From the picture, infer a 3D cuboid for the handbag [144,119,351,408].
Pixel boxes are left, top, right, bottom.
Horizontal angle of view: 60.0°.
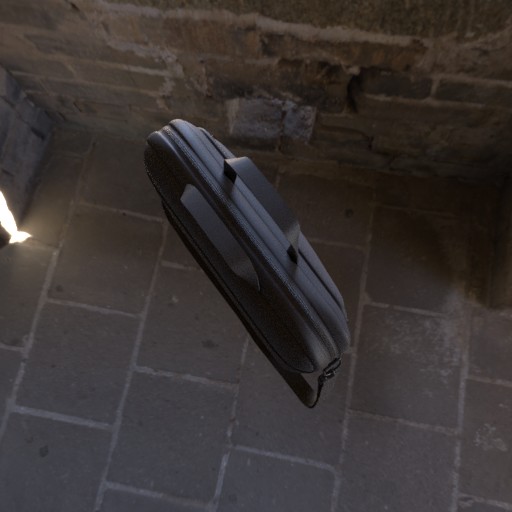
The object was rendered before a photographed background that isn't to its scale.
[{"bbox_3d":[0.000,0.000,0.595,0.126,0.330,0.429,-35,78,-9],"label":"handbag"}]
